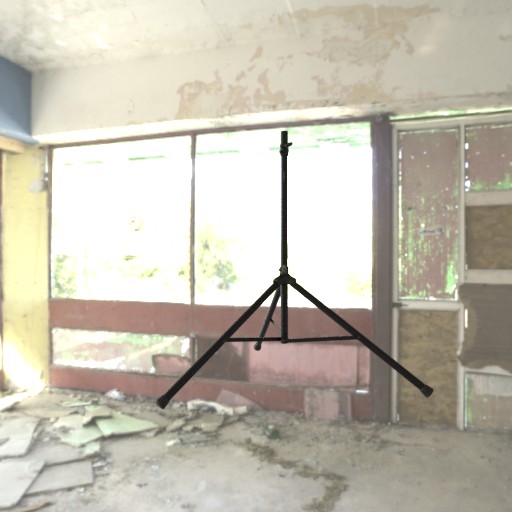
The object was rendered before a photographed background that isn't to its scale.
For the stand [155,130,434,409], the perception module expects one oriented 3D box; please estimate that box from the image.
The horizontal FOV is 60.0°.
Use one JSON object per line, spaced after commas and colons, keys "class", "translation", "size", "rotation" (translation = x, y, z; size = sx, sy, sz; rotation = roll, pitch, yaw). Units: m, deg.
{"class": "stand", "translation": [0.000, 0.000, 2.718], "size": [1.339, 1.595, 1.596], "rotation": [0, 1, -38]}
